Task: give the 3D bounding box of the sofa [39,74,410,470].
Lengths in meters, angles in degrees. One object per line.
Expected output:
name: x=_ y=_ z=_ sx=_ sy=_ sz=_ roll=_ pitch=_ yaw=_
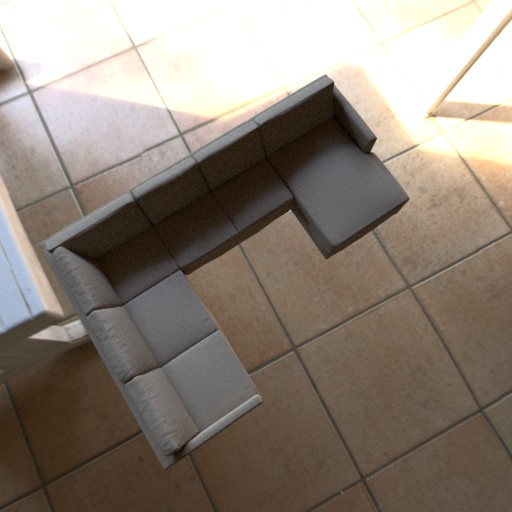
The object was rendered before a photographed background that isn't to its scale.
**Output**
sofa: x=0.000 y=0.000 z=4.499 sx=3.460 sy=0.882 sz=2.427 roll=-33 pitch=78 yaw=-8
